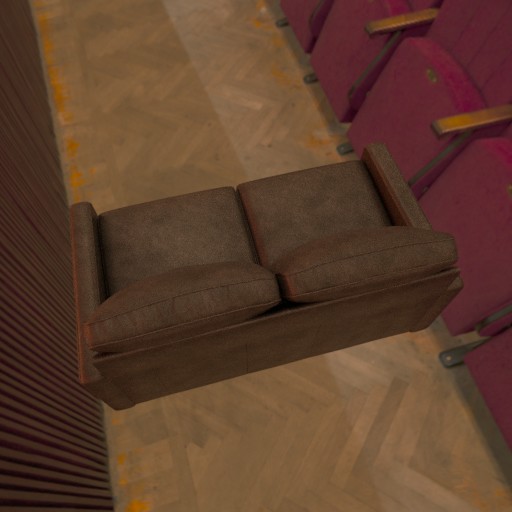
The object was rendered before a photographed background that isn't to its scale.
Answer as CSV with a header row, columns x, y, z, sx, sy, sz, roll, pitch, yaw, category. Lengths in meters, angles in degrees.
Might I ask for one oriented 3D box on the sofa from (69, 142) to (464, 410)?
x,y,z,sx,sy,sz,roll,pitch,yaw,category
0.000,0.000,2.208,1.732,0.916,0.939,-13,60,-8,sofa
